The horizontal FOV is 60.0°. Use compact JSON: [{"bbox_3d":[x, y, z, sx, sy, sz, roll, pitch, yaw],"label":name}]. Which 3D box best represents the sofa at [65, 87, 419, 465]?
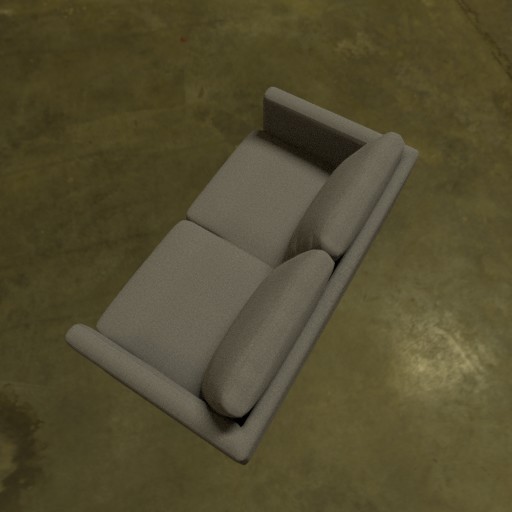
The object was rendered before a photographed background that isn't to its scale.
[{"bbox_3d":[0.000,0.000,2.266,0.940,0.866,1.713,29,67,14],"label":"sofa"}]
